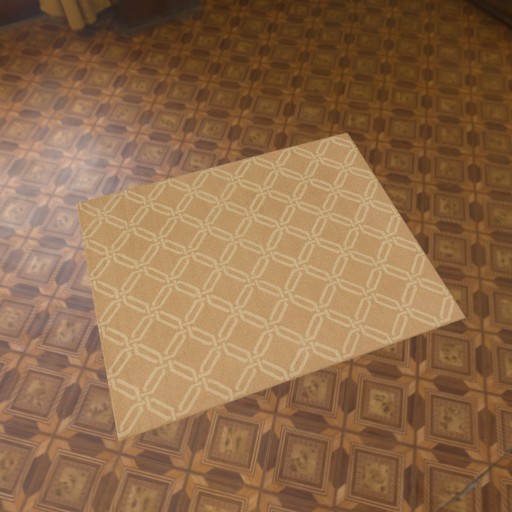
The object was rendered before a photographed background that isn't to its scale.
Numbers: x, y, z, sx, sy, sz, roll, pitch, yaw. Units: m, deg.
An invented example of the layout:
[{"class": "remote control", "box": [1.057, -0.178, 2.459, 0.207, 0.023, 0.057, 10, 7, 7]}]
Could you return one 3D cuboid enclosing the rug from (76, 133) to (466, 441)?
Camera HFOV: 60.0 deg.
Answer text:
[{"class": "rug", "box": [0.000, 0.000, 3.992, 2.895, 0.018, 2.288, -17, 60, -10]}]
